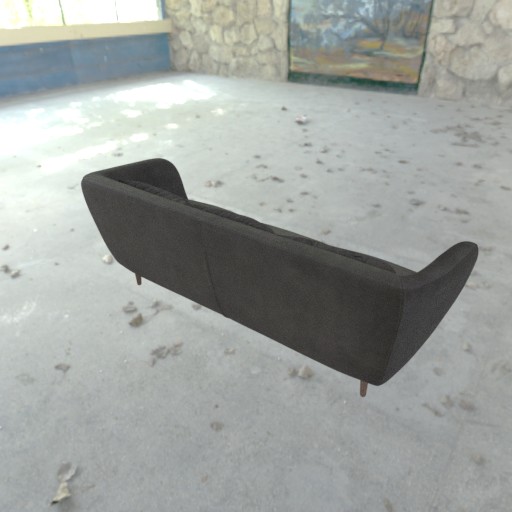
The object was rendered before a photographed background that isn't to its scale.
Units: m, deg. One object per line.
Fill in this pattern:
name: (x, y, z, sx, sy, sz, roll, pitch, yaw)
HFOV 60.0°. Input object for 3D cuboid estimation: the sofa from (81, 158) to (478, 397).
sofa: (0.000, 0.000, 2.702, 2.296, 0.875, 0.956, 21, 36, 31)
